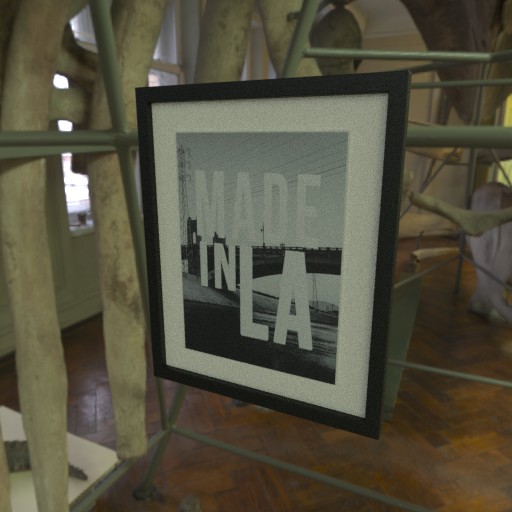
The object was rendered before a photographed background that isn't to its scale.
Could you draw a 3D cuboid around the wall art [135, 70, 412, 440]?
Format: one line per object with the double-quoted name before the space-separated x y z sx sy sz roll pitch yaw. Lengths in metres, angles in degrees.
"wall art" 0.000 0.000 0.756 0.457 0.559 0.028 7 16 25
